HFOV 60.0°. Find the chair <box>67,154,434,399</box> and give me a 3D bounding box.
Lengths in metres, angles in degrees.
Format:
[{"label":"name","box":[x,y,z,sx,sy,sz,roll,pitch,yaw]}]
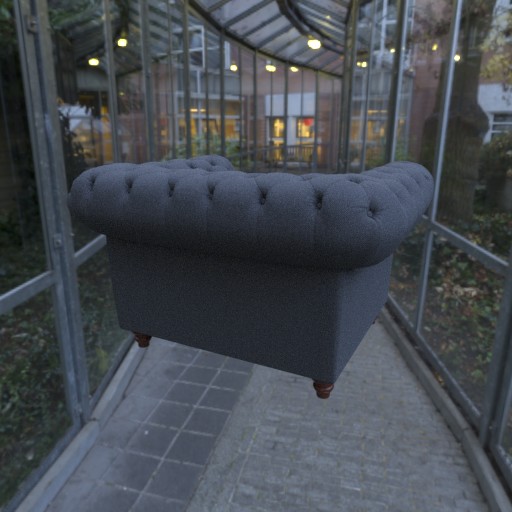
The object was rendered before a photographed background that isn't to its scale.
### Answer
[{"label":"chair","box":[0.000,0.000,1.860,1.270,0.770,0.976,8,18,26]}]
